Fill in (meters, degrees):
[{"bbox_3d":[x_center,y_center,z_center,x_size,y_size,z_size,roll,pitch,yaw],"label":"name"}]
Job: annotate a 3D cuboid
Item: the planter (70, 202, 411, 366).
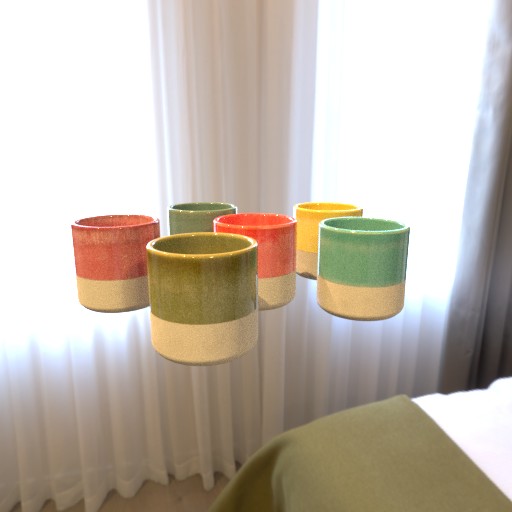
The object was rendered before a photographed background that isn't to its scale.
[{"bbox_3d":[0.000,0.000,0.419,0.257,0.075,0.286,13,19,43],"label":"planter"}]
